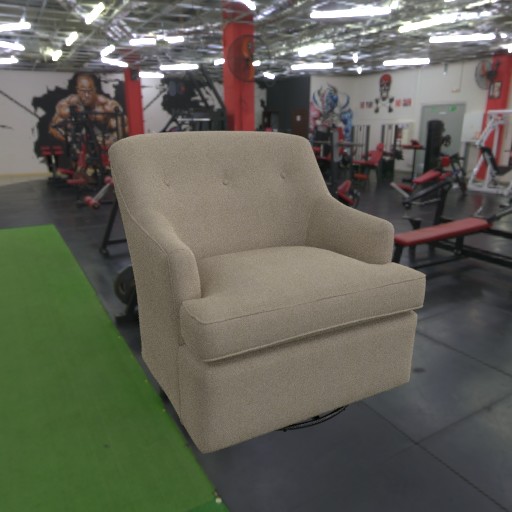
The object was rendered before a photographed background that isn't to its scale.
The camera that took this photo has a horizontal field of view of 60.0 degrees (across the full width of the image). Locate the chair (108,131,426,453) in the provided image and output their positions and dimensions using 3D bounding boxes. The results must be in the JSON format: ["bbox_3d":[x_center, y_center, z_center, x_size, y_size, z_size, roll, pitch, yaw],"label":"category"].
[{"bbox_3d":[0.000,0.000,1.606,0.864,0.856,0.923,-9,19,-26],"label":"chair"}]
